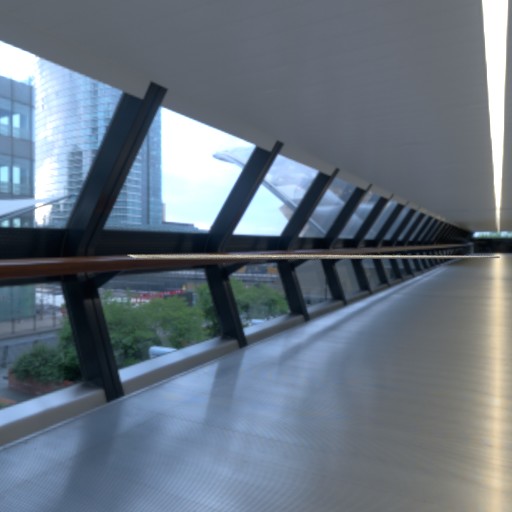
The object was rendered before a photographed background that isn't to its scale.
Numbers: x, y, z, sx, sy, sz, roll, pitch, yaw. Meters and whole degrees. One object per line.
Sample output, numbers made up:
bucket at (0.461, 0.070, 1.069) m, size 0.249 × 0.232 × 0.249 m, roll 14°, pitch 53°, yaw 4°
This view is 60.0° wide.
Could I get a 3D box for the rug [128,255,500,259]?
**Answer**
rug at (0.000, 0.000, 2.771) m, size 1.522 × 0.008 × 2.284 m, roll 0°, pitch 0°, yaw -17°
